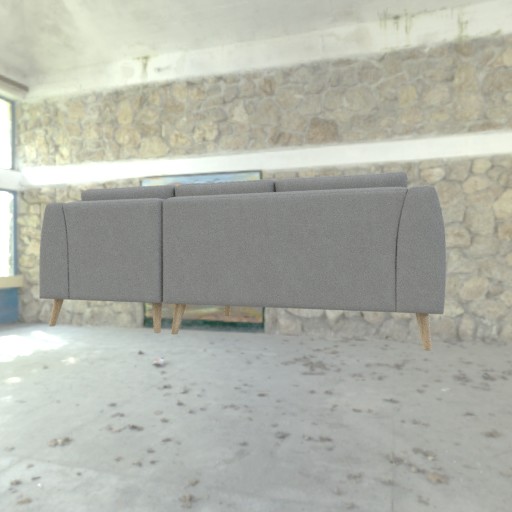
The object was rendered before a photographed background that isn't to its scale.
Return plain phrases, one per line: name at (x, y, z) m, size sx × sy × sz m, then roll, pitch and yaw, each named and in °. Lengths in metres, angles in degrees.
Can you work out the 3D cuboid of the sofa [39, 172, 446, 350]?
sofa at (0.000, 0.000, 3.073) m, size 2.300 × 0.860 × 1.580 m, roll 0°, pitch 0°, yaw 18°
